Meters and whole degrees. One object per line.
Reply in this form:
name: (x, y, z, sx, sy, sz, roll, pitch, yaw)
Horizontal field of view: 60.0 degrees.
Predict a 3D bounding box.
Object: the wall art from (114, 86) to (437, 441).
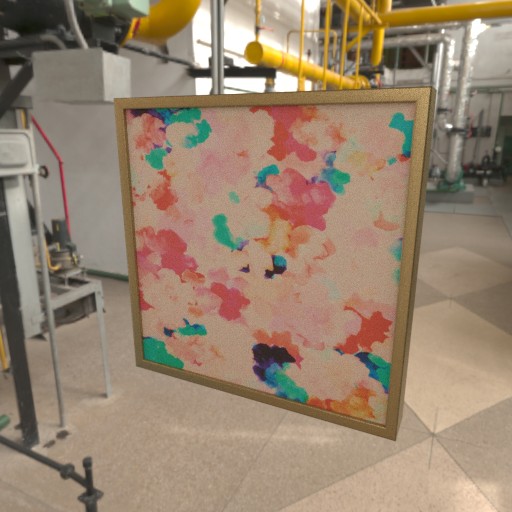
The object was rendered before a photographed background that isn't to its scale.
wall art: (0.000, 0.000, 0.444, 0.304, 0.305, 0.038, 8, 18, 25)
